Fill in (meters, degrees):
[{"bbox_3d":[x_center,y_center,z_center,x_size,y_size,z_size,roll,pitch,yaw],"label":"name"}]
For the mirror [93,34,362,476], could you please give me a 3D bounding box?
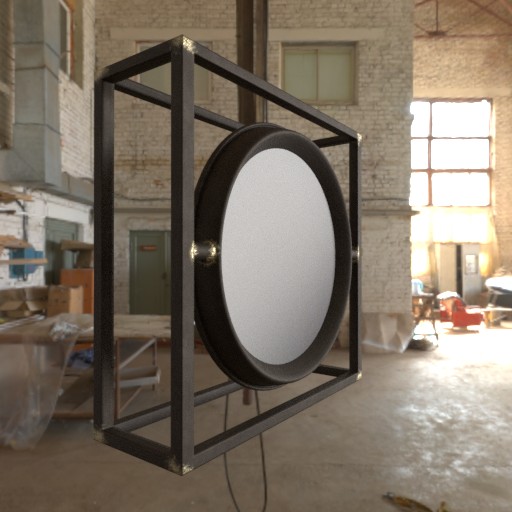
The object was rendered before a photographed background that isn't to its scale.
[{"bbox_3d":[0.000,0.000,0.456,0.107,0.303,0.306,0,0,36],"label":"mirror"}]
